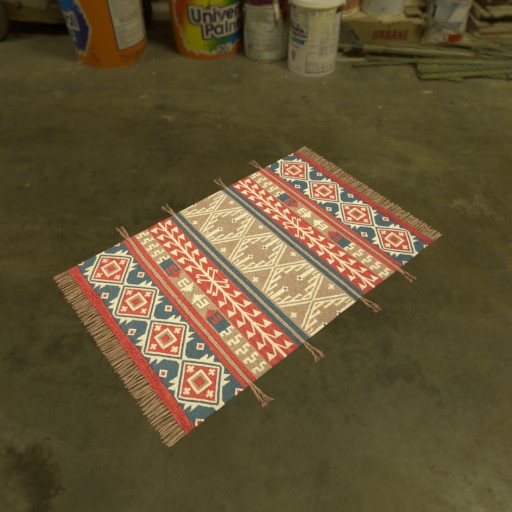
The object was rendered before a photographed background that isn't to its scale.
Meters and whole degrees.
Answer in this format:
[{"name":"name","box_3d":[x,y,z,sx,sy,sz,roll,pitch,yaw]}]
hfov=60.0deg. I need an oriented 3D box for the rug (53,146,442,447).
[{"name":"rug","box_3d":[0.000,0.000,3.197,2.450,0.048,1.778,-32,56,-25]}]
